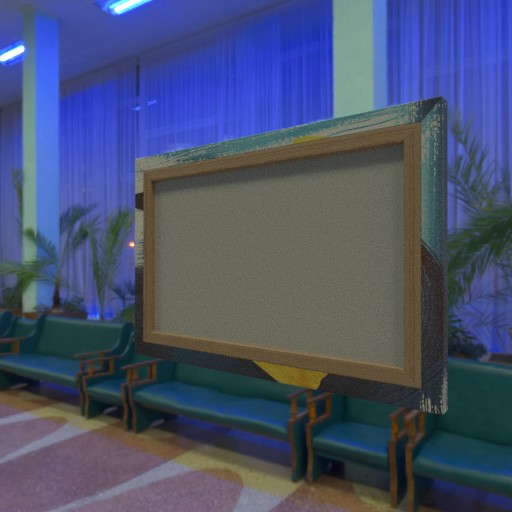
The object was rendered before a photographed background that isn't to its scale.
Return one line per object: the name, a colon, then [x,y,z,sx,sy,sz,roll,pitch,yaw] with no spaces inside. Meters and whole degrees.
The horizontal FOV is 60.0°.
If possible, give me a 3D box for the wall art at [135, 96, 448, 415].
wall art: [0.000,0.000,1.133,0.914,0.610,0.039,0,0,36]
